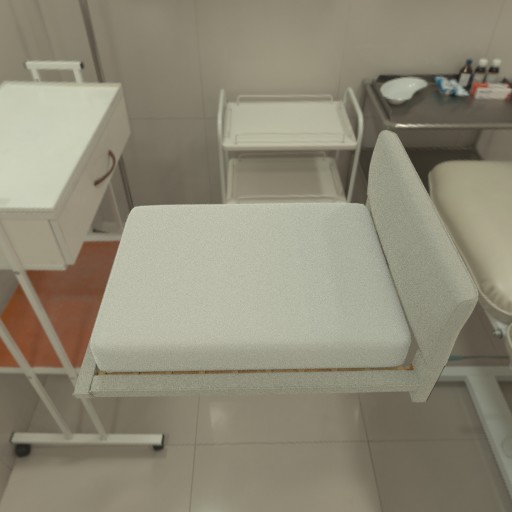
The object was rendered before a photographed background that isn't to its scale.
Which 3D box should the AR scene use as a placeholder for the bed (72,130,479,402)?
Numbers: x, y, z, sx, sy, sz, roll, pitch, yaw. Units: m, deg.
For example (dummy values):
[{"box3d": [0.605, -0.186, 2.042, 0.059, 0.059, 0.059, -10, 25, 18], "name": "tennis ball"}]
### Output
[{"box3d": [0.000, 0.000, 3.271, 2.368, 1.067, 1.840, -1, 43, -1], "name": "bed"}]
